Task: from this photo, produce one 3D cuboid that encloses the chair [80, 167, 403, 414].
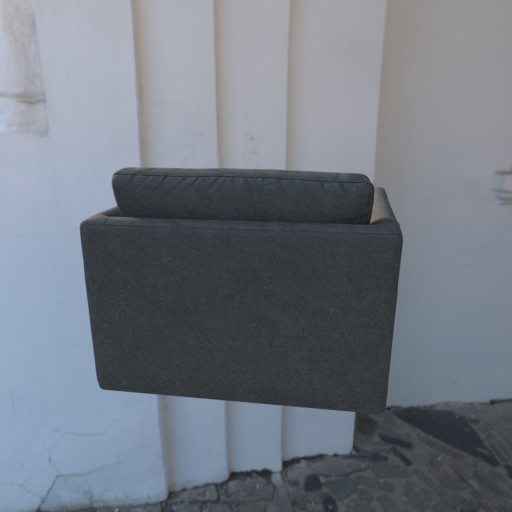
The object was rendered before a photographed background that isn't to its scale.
[{"bbox_3d":[0.000,0.000,1.952,1.190,0.845,1.091,2,16,8],"label":"chair"}]
